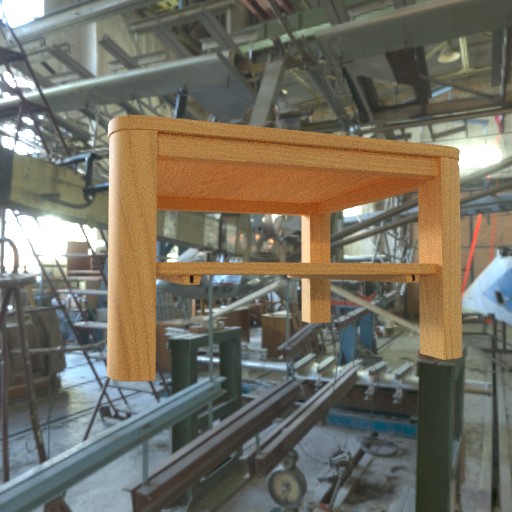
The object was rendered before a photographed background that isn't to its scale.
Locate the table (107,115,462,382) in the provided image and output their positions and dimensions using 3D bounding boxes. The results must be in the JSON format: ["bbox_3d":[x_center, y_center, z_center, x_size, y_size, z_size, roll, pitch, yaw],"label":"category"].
[{"bbox_3d":[0.000,0.000,1.197,0.750,0.450,0.750,1,-2,-17],"label":"table"}]
